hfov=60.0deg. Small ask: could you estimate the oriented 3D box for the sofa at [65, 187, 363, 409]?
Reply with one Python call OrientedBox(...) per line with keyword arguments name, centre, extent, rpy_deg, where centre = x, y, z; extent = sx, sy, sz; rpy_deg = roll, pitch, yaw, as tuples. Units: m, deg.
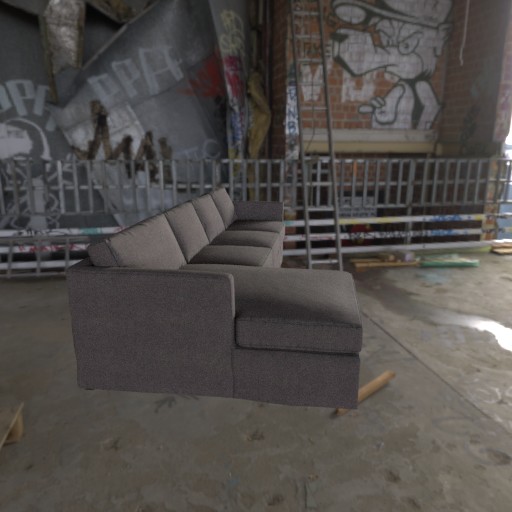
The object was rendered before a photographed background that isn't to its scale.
OrientedBox(name="sofa", centre=(0.000, 0.000, 3.860), extent=(1.650, 0.922, 3.205), rpy_deg=(2, 14, 8))
